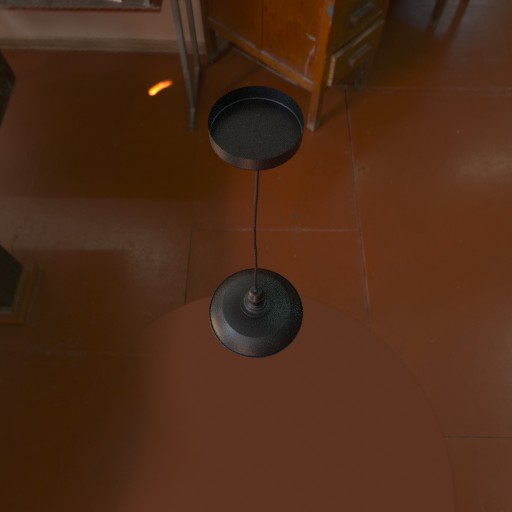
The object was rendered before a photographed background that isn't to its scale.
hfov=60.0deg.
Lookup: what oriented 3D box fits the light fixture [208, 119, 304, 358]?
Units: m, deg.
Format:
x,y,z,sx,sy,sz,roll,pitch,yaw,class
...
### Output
x,y,z,sx,sy,sz,roll,pitch,yaw,class
0.000,0.000,1.162,0.331,0.993,0.331,32,68,15,light fixture
